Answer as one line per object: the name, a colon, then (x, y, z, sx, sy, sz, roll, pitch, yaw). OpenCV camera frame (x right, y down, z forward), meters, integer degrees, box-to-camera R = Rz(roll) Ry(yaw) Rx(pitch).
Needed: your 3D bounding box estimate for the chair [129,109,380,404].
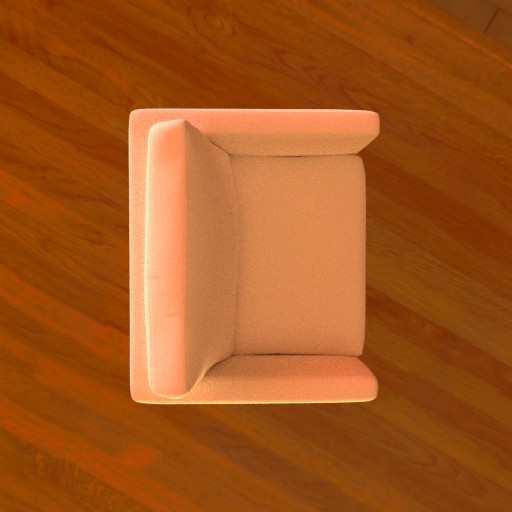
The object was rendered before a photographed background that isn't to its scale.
chair: (0.000, 0.000, 1.749, 0.878, 0.885, 1.019, 0, 91, -1)
